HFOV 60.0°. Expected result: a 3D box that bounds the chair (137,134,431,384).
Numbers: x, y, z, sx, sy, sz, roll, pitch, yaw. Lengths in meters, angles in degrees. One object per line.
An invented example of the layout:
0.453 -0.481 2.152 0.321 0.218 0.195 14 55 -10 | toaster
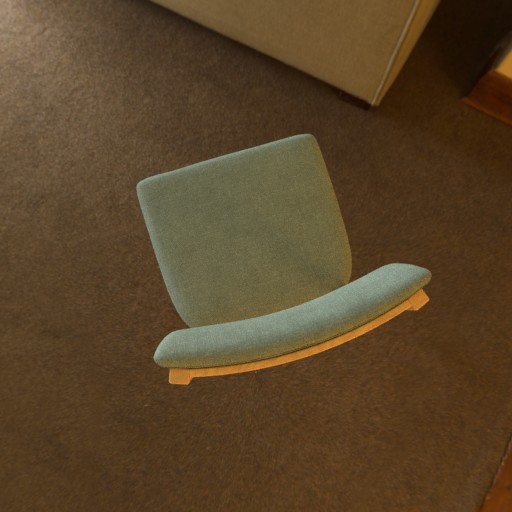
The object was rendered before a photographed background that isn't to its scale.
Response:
0.000 0.000 1.174 0.508 0.832 0.572 -17 76 -4 | chair
